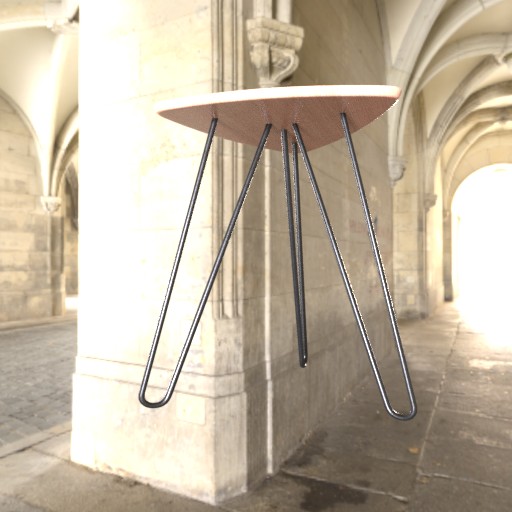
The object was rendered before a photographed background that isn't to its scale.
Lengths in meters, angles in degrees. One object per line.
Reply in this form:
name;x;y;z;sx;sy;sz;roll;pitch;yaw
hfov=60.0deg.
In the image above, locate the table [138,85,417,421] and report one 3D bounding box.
table;0.000;0.000;0.886;0.455;0.564;0.442;0;-1;-18
